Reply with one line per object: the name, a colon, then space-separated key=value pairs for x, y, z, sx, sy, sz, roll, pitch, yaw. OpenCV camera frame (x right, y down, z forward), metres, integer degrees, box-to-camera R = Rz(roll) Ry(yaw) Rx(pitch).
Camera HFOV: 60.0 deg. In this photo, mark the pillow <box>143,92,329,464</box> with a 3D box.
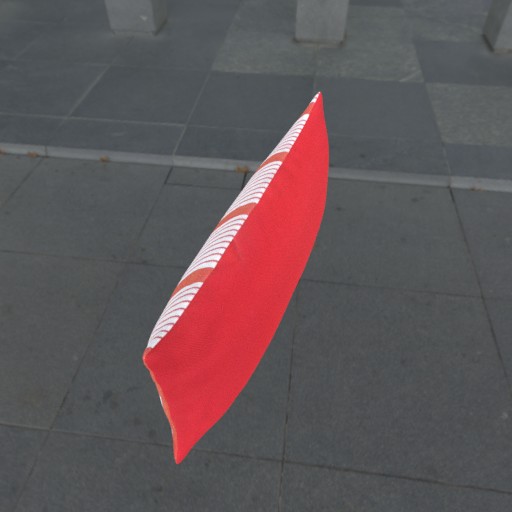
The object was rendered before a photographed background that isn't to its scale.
pillow: x=0.000 y=0.000 z=0.736 sx=0.151 sy=0.297 sz=0.608 roll=17 pitch=49 yaw=15
